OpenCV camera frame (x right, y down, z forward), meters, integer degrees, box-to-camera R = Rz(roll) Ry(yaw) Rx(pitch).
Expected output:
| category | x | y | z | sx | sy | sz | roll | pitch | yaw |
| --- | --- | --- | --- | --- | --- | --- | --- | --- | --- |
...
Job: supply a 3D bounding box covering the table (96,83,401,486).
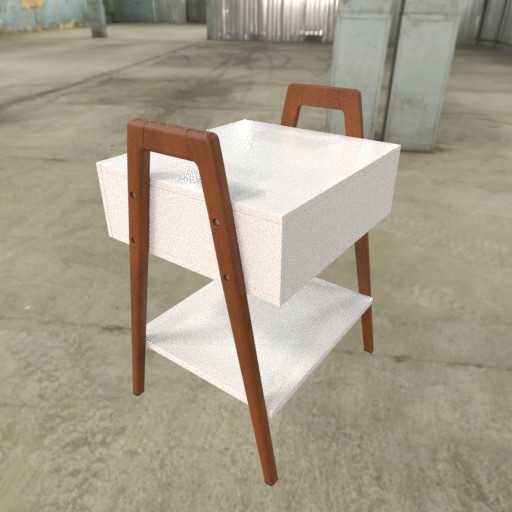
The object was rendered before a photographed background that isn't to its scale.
| category | x | y | z | sx | sy | sz | roll | pitch | yaw |
| --- | --- | --- | --- | --- | --- | --- | --- | --- | --- |
| table | 0.000 | 0.000 | 0.910 | 0.405 | 0.610 | 0.457 | 20 | 35 | 31 |
